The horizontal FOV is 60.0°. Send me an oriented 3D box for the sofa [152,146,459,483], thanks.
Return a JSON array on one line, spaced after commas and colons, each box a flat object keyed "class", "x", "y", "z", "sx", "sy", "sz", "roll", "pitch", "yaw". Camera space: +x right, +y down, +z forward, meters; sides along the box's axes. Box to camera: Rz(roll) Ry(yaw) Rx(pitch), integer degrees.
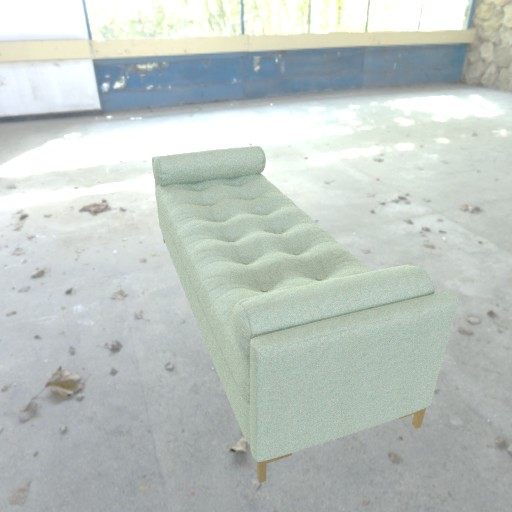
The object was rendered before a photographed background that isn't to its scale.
[{"class": "sofa", "x": 0.000, "y": 0.000, "z": 2.430, "sx": 0.796, "sy": 0.705, "sz": 2.102, "roll": -10, "pitch": 31, "yaw": -17}]
